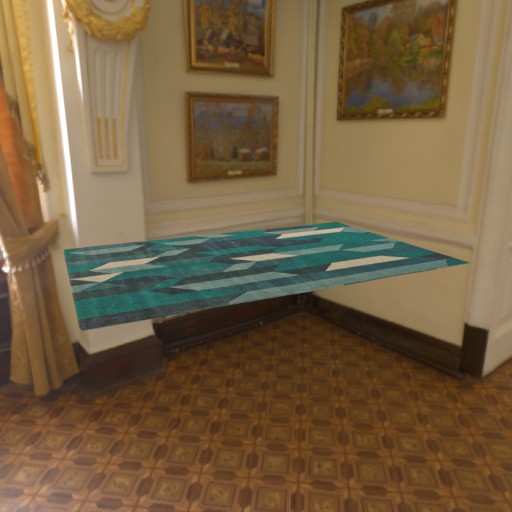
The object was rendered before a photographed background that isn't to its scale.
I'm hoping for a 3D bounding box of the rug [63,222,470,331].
[{"bbox_3d":[0.000,0.000,3.096,2.420,0.005,1.528,-7,17,-24],"label":"rug"}]
